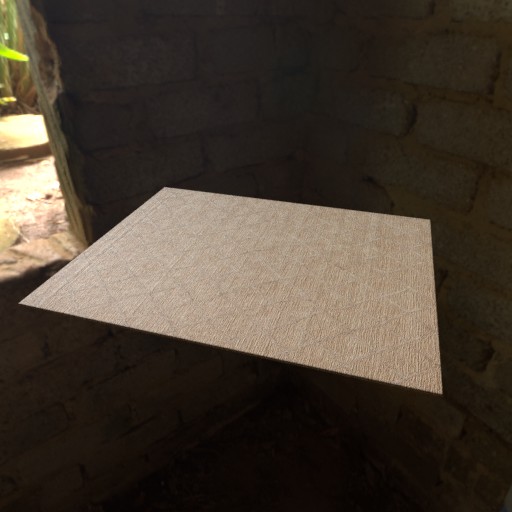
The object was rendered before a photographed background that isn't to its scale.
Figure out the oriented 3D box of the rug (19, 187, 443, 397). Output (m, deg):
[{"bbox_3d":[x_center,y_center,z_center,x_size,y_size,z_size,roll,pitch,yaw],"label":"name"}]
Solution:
[{"bbox_3d":[0.000,0.000,3.977,3.039,0.019,2.420,9,32,14],"label":"rug"}]
